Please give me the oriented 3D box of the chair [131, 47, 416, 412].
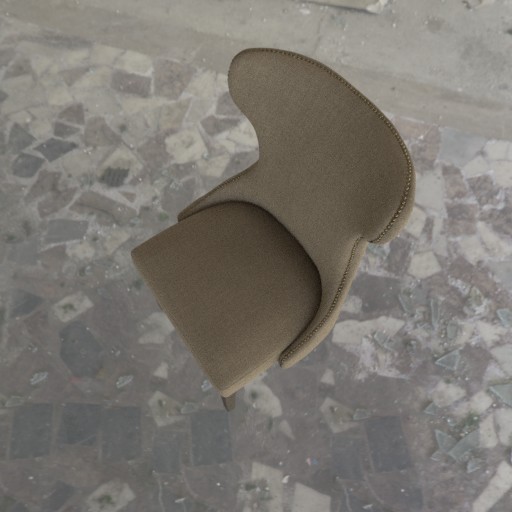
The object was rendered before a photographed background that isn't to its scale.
[{"bbox_3d":[0.000,0.000,1.361,0.635,0.967,0.628,-32,67,-16],"label":"chair"}]
